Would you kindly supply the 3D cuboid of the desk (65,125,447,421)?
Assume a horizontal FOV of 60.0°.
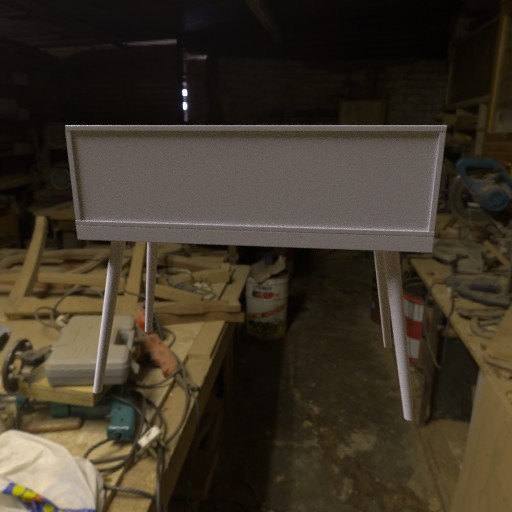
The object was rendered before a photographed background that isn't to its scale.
[{"bbox_3d":[0.000,0.000,1.753,1.199,0.990,0.559,2,17,8],"label":"desk"}]
